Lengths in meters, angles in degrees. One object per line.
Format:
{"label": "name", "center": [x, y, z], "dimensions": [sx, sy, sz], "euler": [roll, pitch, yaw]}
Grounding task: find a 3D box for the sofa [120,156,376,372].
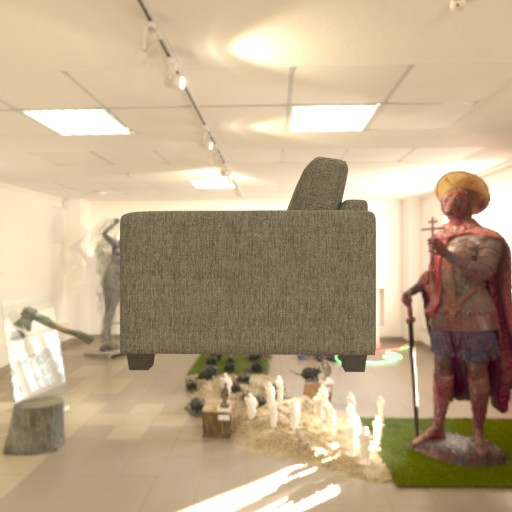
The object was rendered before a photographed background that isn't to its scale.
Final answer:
{"label": "sofa", "center": [0.000, 0.000, 2.589], "dimensions": [0.900, 0.800, 2.160], "euler": [0, 0, 2]}
